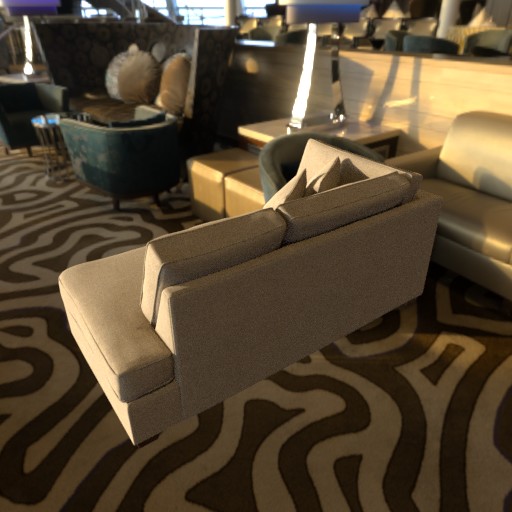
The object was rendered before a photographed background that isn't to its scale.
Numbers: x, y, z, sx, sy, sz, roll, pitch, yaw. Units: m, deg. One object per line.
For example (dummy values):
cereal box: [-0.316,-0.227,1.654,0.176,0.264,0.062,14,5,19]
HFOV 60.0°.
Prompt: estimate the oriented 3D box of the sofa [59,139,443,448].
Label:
sofa: [0.000,0.000,2.830,2.238,1.019,1.110,-19,35,-31]
